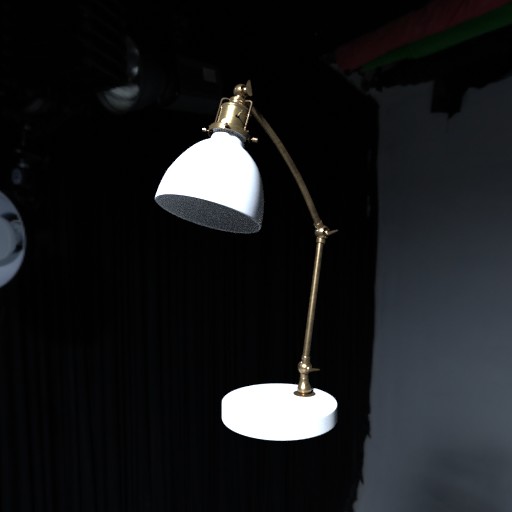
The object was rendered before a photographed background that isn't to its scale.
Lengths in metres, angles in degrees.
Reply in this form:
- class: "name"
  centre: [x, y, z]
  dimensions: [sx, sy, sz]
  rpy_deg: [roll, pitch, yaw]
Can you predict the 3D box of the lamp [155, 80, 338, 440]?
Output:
- class: "lamp"
  centre: [0.000, 0.000, 0.690]
  dimensions: [0.317, 0.522, 0.186]
  rpy_deg: [0, 1, -37]
